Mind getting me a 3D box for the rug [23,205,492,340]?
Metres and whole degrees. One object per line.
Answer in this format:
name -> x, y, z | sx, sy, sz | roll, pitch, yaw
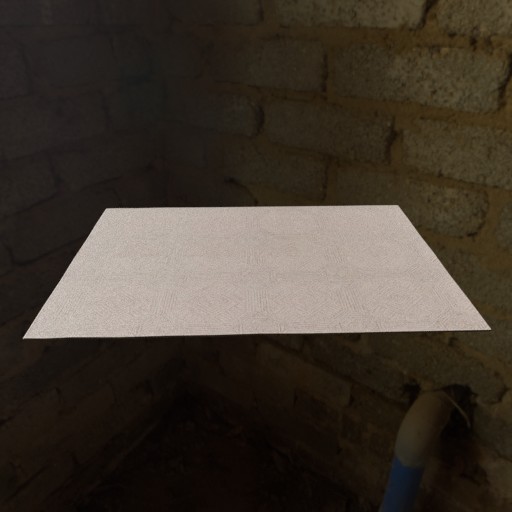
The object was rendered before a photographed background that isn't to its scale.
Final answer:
rug -> 0.000, 0.000, 2.262 | 1.839, 0.009, 1.236 | -1, 30, -1
